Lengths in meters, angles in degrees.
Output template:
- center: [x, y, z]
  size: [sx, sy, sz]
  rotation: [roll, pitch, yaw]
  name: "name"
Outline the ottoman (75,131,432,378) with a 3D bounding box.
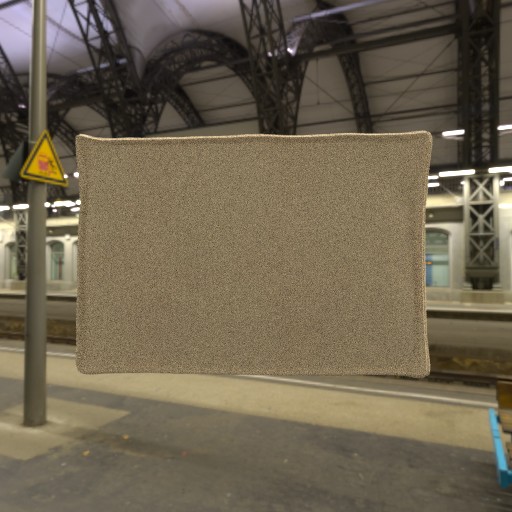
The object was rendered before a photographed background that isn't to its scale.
- center: [0.000, 0.000, 1.152]
  size: [0.696, 0.470, 0.707]
  rotation: [0, -1, 3]
  name: "ottoman"
